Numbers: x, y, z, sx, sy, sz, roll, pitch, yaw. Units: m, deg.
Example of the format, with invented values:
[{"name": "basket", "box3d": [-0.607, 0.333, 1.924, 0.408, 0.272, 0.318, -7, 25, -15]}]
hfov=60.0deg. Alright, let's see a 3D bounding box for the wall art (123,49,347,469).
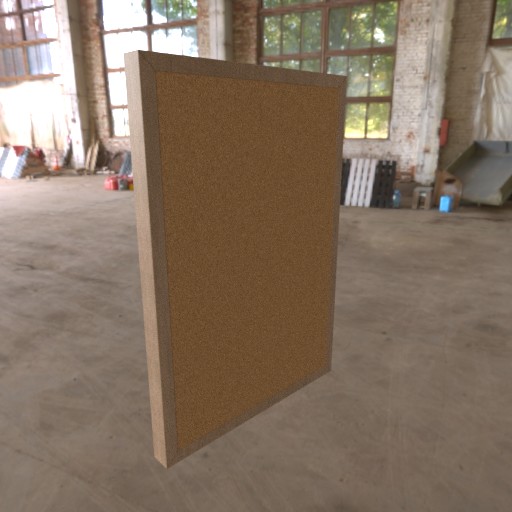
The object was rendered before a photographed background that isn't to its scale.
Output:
[{"name": "wall art", "box3d": [0.000, 0.000, 0.642, 0.356, 0.509, 0.031, -15, 22, -42]}]
